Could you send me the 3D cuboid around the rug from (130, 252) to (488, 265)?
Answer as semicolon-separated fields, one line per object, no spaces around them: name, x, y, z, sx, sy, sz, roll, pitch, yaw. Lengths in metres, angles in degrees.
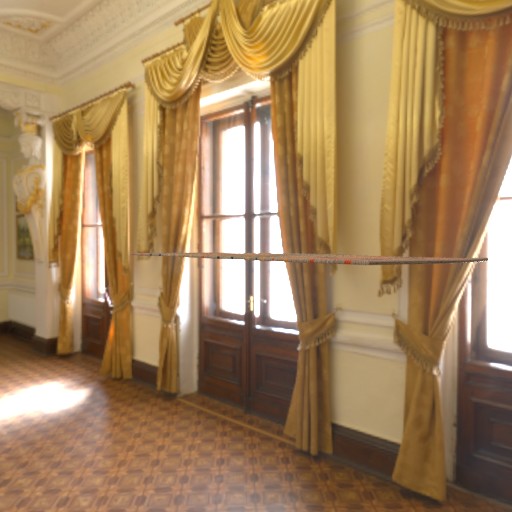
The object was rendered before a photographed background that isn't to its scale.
rug;0.000;0.000;2.660;0.744;0.022;2.419;-1;2;-34
